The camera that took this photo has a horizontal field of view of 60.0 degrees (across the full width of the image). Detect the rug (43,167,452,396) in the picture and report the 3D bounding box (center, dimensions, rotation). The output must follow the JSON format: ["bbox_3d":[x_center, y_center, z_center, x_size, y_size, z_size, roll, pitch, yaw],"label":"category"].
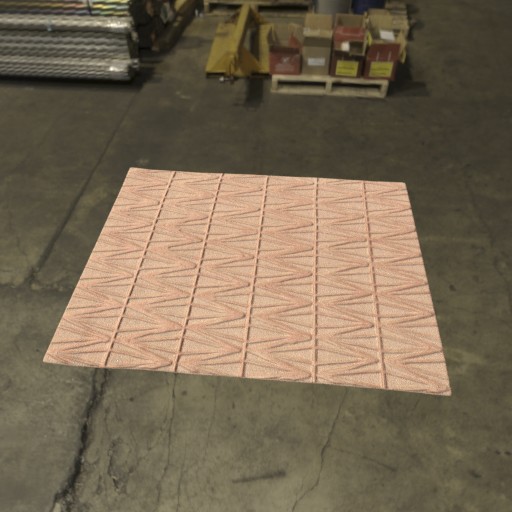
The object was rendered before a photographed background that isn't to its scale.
[{"bbox_3d":[0.000,0.000,4.083,3.052,0.043,2.453,4,48,3],"label":"rug"}]
